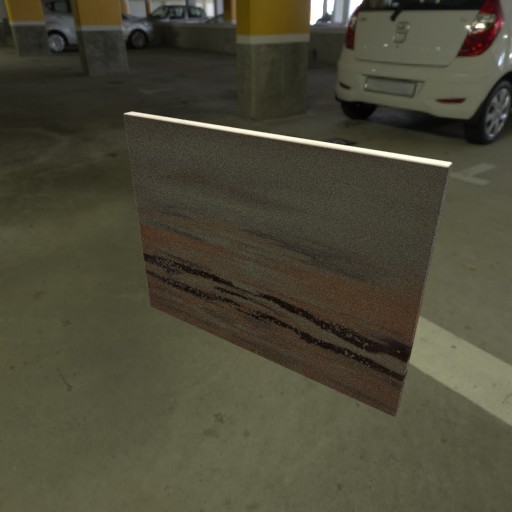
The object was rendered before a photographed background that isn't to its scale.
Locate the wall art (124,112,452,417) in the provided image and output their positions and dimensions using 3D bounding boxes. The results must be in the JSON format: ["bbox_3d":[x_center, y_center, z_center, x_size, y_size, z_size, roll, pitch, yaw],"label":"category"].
[{"bbox_3d":[0.000,0.000,1.388,1.015,0.763,0.038,18,34,29],"label":"wall art"}]
